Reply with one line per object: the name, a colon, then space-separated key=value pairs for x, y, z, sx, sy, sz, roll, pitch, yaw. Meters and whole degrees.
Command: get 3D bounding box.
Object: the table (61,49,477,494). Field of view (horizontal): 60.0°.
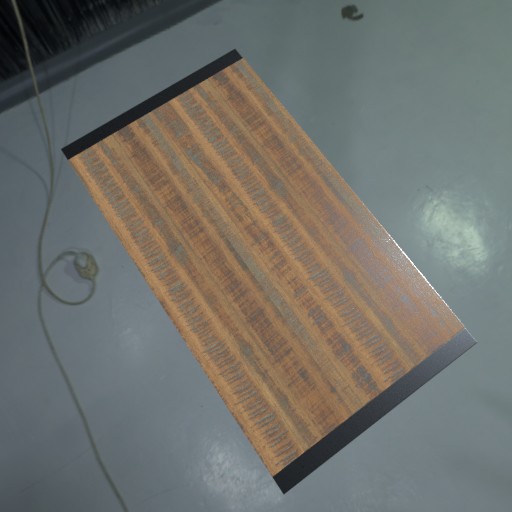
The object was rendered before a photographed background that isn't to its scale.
table: x=0.000 y=0.000 z=1.671 sx=0.750 sy=0.400 sz=1.350 roll=-34 pitch=77 yaw=-9
